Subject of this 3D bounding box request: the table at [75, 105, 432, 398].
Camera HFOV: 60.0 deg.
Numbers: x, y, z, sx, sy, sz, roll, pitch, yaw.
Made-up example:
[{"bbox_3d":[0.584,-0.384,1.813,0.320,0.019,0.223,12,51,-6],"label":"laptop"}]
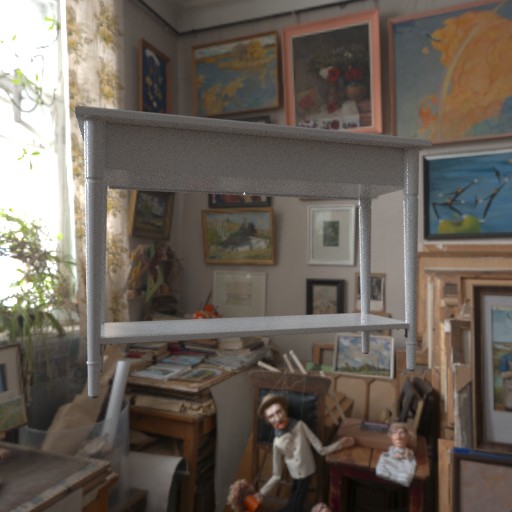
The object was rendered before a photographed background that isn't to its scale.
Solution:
[{"bbox_3d":[0.000,0.000,1.444,1.067,0.749,0.381,0,-1,-17],"label":"table"}]
